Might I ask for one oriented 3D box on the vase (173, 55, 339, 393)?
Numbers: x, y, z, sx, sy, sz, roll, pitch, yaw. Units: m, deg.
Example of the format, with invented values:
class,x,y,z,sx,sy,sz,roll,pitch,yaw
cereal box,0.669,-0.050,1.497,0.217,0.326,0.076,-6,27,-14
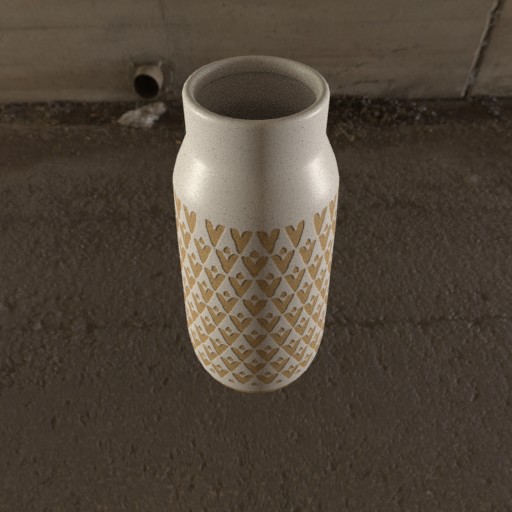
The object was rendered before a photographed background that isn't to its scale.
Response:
class,x,y,z,sx,sy,sz,roll,pitch,yaw
vase,0.000,0.000,0.383,0.137,0.307,0.137,0,47,0
